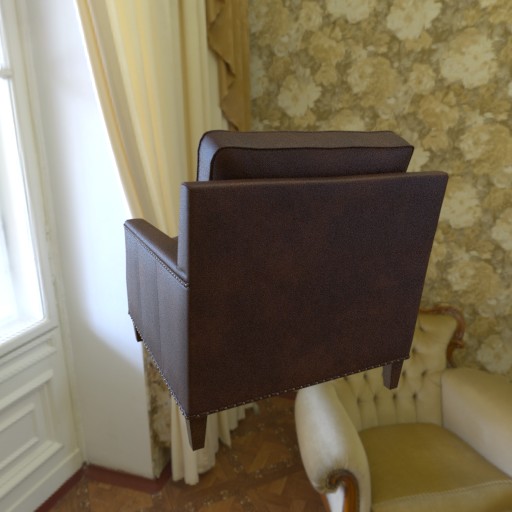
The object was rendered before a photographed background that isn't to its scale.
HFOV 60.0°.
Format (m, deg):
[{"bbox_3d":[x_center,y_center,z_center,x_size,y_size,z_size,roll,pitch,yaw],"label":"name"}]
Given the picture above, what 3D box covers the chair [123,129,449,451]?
[{"bbox_3d":[0.000,0.000,1.713,0.853,0.929,1.014,-7,17,-25],"label":"chair"}]
